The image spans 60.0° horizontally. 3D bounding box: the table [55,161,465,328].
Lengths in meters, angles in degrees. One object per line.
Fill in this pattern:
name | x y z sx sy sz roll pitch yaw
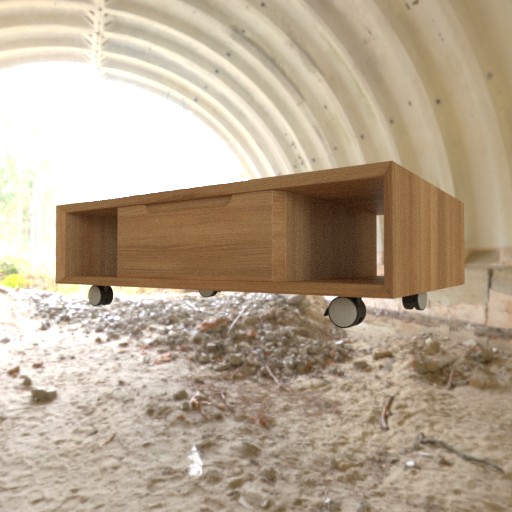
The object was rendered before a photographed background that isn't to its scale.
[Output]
table | 0.000 0.000 1.413 1.100 0.330 0.700 -1 -1 35
